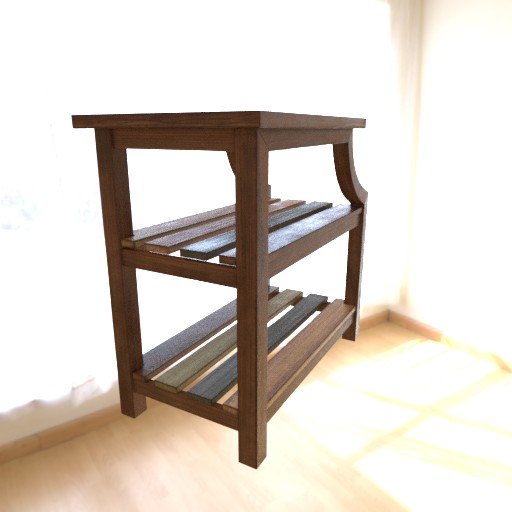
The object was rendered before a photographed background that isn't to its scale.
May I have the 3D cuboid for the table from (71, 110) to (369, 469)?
[{"bbox_3d":[0.000,0.000,0.979,0.356,0.584,0.609,9,18,28],"label":"table"}]
